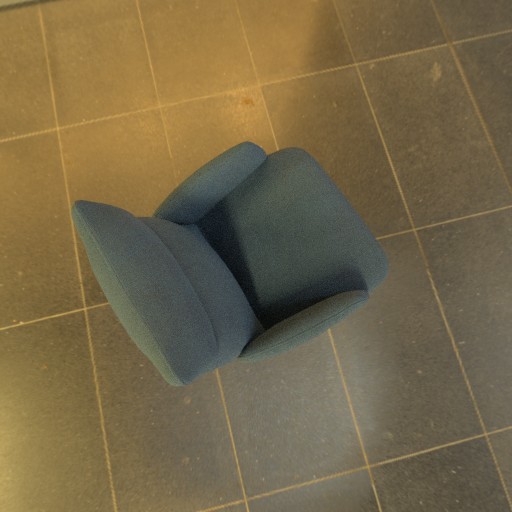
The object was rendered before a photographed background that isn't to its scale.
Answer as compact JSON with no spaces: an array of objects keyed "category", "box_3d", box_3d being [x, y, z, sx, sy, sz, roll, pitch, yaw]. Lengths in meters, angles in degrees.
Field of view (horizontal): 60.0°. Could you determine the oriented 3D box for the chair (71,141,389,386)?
[{"category":"chair","box_3d":[0.000,0.000,1.595,0.889,1.016,0.711,-33,78,-8]}]
